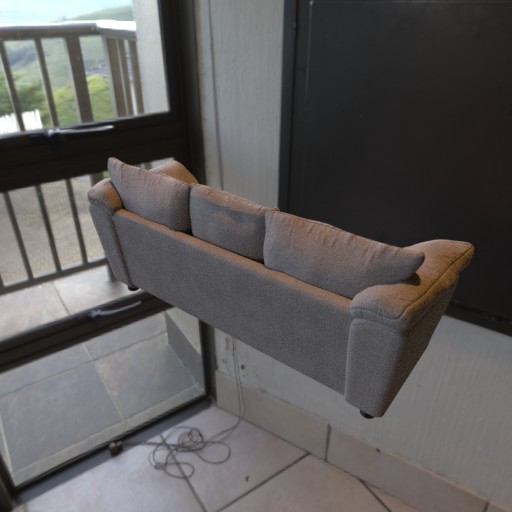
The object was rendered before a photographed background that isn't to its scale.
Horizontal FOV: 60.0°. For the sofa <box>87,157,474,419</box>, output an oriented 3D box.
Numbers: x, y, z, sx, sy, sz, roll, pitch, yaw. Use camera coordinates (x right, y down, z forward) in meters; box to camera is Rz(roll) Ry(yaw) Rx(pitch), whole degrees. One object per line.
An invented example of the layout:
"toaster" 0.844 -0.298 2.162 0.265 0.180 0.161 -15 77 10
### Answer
"sofa" 0.000 0.000 2.821 2.334 0.996 0.878 21 36 32
